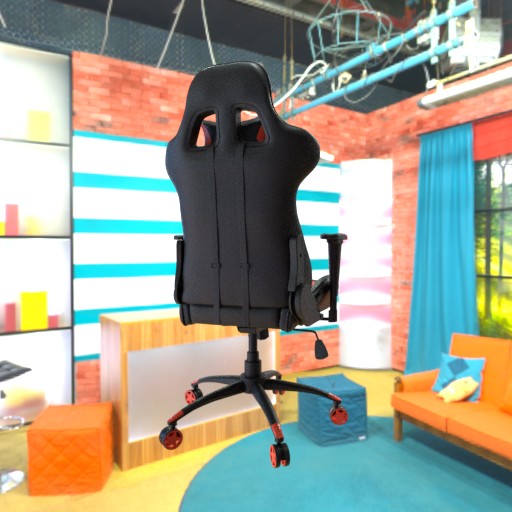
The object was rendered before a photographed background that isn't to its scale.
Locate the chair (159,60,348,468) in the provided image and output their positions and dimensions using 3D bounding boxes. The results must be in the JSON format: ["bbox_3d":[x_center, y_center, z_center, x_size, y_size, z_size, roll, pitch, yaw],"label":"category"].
[{"bbox_3d":[0.000,0.000,1.724,0.695,1.282,0.730,0,1,19],"label":"chair"}]
